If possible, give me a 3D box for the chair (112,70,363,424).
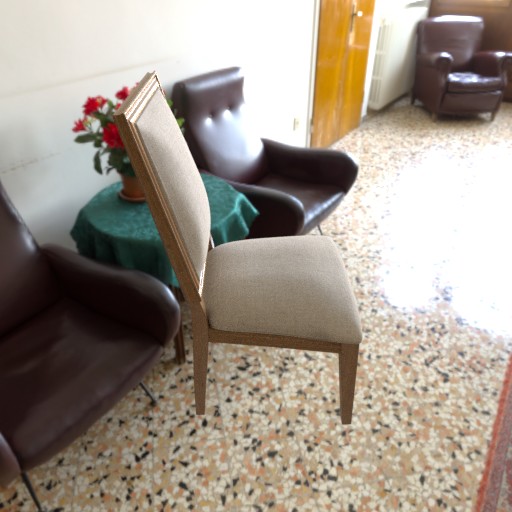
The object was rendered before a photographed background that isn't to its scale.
[{"bbox_3d":[0.000,0.000,1.356,0.601,0.988,0.536,-1,34,-1],"label":"chair"}]
